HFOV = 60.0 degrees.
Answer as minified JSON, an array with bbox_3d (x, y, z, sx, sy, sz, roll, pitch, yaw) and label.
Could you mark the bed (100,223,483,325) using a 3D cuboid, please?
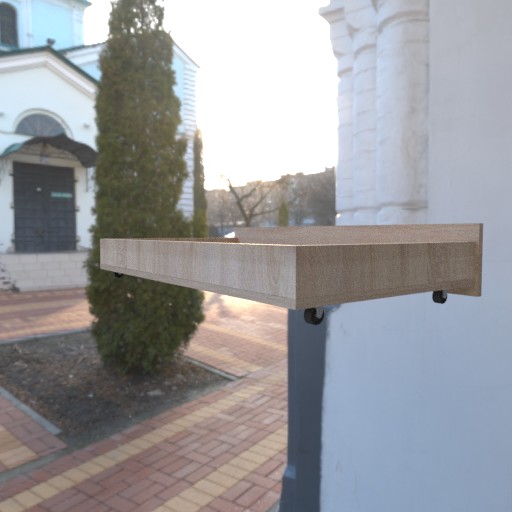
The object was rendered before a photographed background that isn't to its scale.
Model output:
[{"bbox_3d":[0.000,0.000,1.503,0.685,0.209,1.200,-2,4,-36],"label":"bed"}]
